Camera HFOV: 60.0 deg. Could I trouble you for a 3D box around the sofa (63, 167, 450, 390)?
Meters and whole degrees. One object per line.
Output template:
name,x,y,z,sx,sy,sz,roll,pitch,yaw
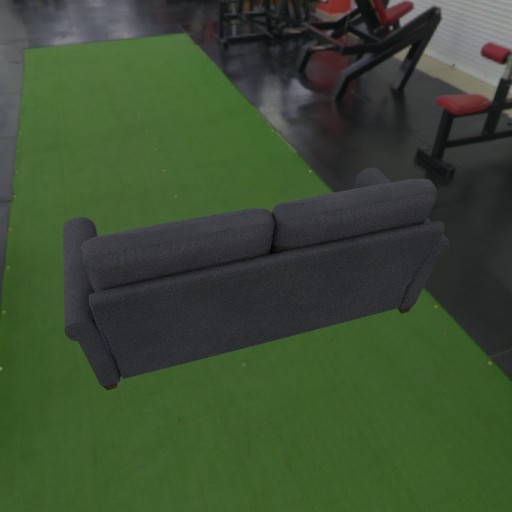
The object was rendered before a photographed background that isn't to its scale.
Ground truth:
sofa,0.000,0.000,2.409,1.935,0.942,0.842,-12,42,-14
